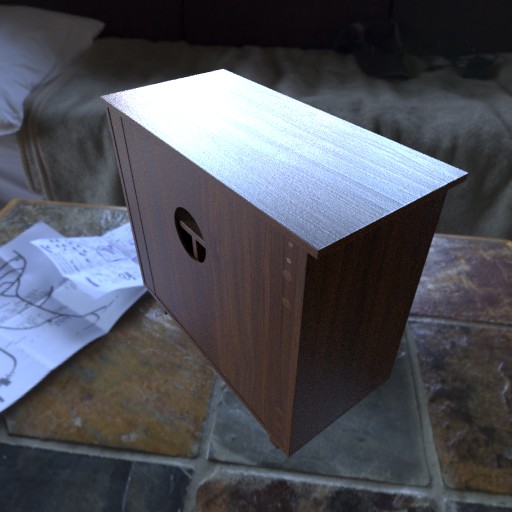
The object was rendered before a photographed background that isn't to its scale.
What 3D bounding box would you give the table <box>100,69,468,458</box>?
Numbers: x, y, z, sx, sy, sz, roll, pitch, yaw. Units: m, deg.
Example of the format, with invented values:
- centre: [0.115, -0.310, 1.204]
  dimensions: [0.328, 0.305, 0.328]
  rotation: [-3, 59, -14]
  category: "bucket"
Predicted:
- centre: [0.000, 0.000, 1.204]
  dimensions: [0.390, 0.725, 0.802]
  rotation: [-26, 45, -28]
  category: "table"
